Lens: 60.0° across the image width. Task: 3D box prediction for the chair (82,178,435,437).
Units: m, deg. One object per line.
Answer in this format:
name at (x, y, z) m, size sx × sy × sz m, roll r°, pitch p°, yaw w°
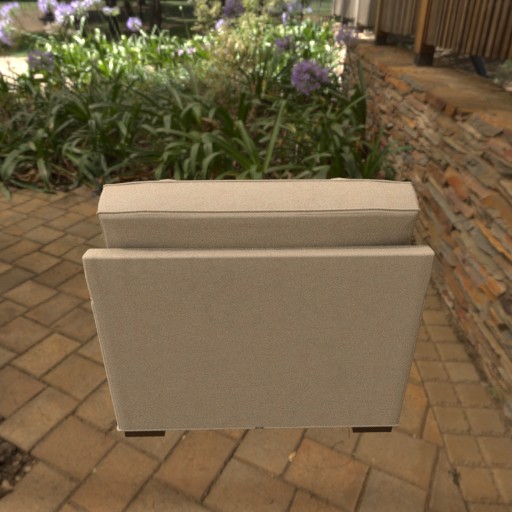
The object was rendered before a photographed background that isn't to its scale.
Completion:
chair at (0.000, 0.000, 1.813) m, size 0.998 × 0.913 × 1.043 m, roll -1°, pitch 29°, yaw -1°
